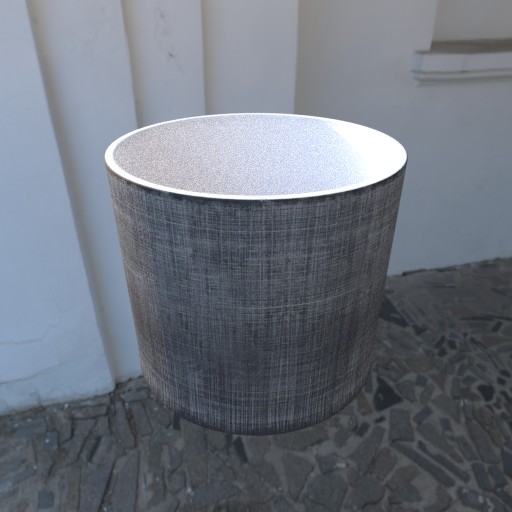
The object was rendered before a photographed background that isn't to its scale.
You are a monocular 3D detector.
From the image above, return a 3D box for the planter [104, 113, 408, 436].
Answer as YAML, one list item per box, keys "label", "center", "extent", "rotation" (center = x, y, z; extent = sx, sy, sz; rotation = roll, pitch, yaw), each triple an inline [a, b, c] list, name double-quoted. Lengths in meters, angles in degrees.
- label: "planter"
  center: [0.000, 0.000, 0.310]
  extent: [0.178, 0.157, 0.178]
  rotation: [0, 30, 0]
